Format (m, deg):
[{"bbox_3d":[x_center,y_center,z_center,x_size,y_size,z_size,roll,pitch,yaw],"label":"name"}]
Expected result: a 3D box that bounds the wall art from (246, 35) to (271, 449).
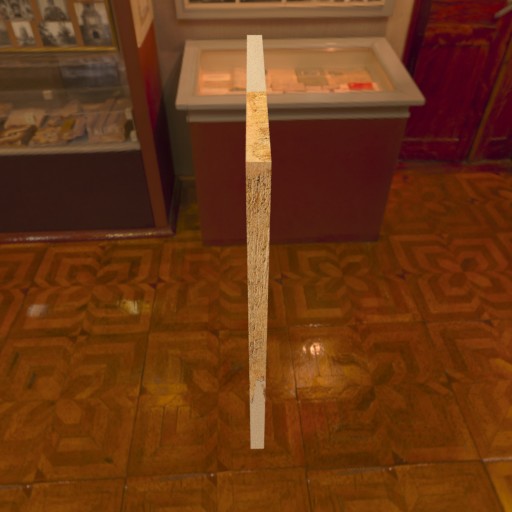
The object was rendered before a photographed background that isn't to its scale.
[{"bbox_3d":[0.000,0.000,1.167,0.039,0.911,0.607,-1,42,-1],"label":"wall art"}]
